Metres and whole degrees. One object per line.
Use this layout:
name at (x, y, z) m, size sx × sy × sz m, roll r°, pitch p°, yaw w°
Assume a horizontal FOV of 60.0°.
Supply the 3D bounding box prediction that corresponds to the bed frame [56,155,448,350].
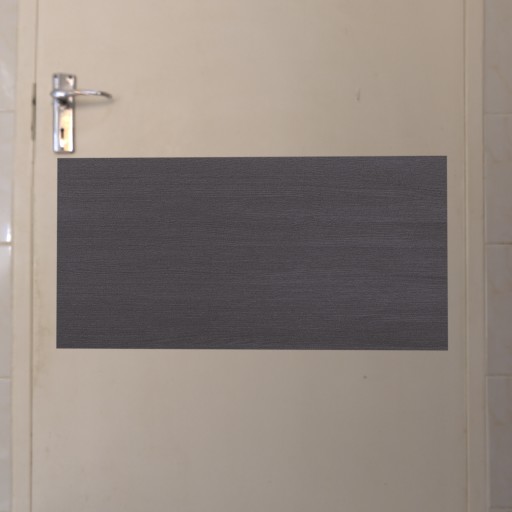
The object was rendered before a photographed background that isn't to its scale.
bed frame at (0.000, 0.000, 2.818) m, size 1.622 × 0.800 × 1.960 m, roll 0°, pitch -1°, yaw 1°
